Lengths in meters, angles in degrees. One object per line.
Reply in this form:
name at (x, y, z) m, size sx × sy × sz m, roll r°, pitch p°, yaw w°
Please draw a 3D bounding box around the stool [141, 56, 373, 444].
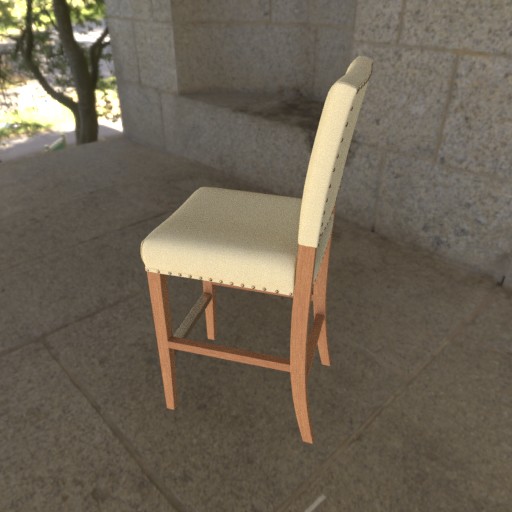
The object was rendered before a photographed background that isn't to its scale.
stool at (0.000, 0.000, 1.447) m, size 0.584 × 1.168 × 0.445 m, roll 9°, pitch 32°, yaw 14°
